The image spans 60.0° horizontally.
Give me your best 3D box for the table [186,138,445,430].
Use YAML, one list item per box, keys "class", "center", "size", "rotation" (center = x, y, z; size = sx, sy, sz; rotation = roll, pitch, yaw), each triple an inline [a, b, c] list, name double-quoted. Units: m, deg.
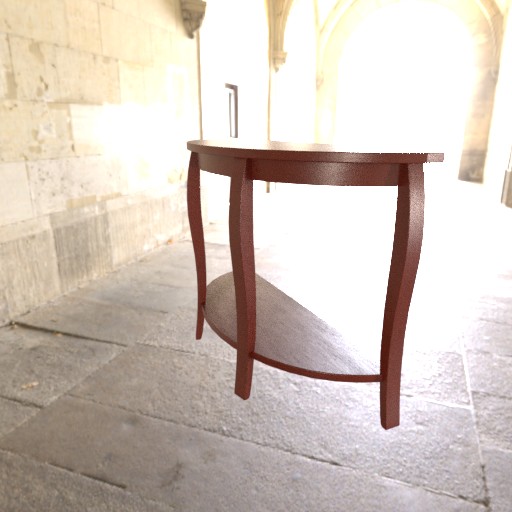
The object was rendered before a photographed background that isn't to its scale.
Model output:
- class: "table"
  center: [0.000, 0.000, 1.585]
  size: [0.405, 0.779, 1.219]
  rotation: [-7, 18, -24]
